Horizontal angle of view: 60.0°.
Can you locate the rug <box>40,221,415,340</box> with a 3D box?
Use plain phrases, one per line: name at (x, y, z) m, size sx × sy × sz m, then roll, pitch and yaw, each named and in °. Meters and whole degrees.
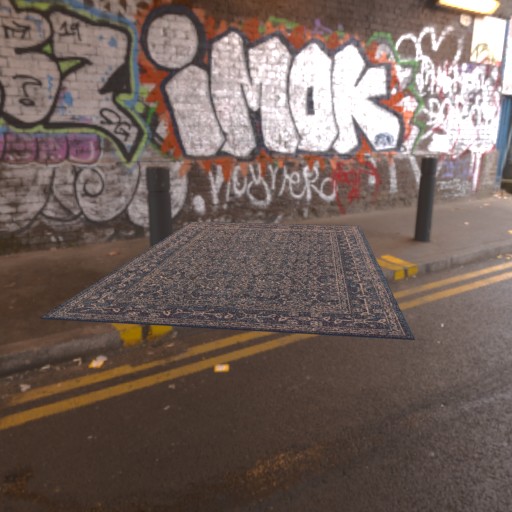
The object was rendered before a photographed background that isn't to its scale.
rug at (0.000, 0.000, 2.265) m, size 1.200 × 0.005 × 1.819 m, roll 2°, pitch 15°, yaw 8°
